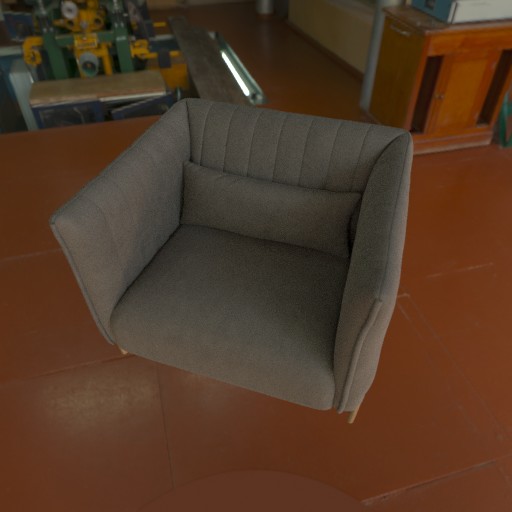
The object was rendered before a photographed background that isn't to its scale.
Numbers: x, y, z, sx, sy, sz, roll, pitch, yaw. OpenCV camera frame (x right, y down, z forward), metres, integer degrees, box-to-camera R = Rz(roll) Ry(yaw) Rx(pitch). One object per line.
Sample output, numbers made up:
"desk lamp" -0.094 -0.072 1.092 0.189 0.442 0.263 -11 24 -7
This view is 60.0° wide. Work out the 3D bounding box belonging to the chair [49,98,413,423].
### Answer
"chair" 0.000 0.000 1.633 0.981 0.779 0.873 13 44 14
